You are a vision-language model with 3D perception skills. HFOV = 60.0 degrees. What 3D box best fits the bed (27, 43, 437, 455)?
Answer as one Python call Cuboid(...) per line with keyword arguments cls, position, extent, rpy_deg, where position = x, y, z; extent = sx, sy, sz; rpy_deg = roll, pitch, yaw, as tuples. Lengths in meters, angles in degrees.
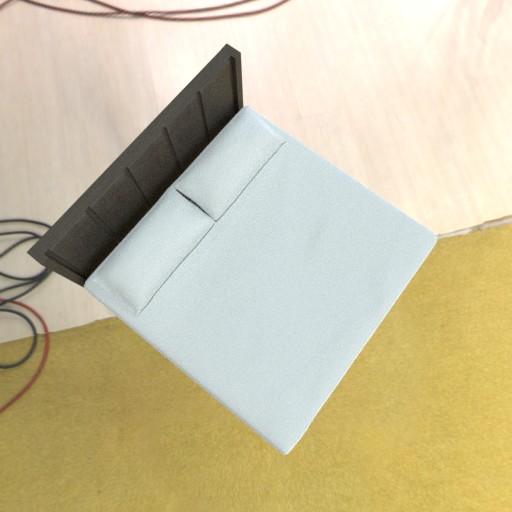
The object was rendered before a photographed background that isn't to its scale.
Cuboid(cls="bed", position=(0.000, 0.000, 3.613), extent=(2.238, 1.261, 2.143), rpy_deg=(37, 78, 10))
